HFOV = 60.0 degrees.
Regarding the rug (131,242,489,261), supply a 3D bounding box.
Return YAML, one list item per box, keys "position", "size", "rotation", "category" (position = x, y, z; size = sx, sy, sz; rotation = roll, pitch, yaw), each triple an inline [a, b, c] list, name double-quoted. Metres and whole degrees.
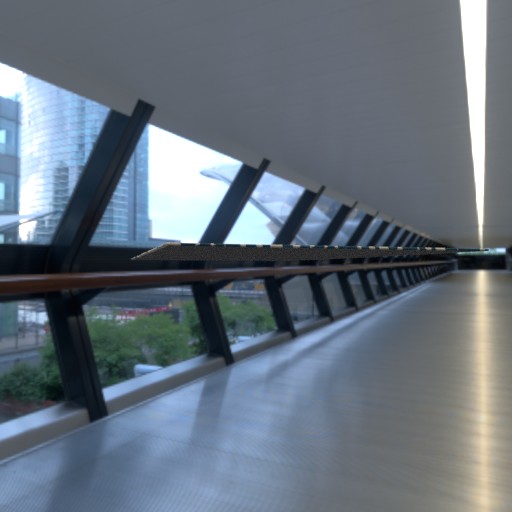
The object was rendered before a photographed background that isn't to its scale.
- position: [0.000, 0.000, 3.010]
  size: [1.517, 0.011, 2.435]
  rotation: [1, -2, -19]
  category: "rug"
